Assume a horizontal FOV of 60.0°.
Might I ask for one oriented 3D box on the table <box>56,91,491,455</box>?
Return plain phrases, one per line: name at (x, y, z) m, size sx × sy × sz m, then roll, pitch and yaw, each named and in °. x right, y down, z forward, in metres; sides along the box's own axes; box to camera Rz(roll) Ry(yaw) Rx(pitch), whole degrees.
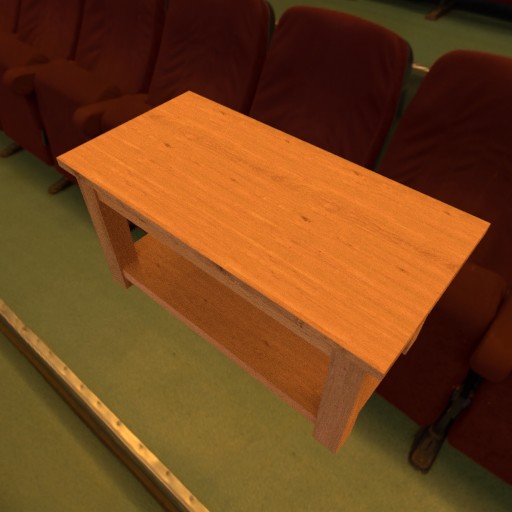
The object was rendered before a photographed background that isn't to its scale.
table at (0.000, 0.000, 1.168) m, size 0.899 × 0.452 × 0.450 m, roll 32°, pitch 54°, yaw 26°
